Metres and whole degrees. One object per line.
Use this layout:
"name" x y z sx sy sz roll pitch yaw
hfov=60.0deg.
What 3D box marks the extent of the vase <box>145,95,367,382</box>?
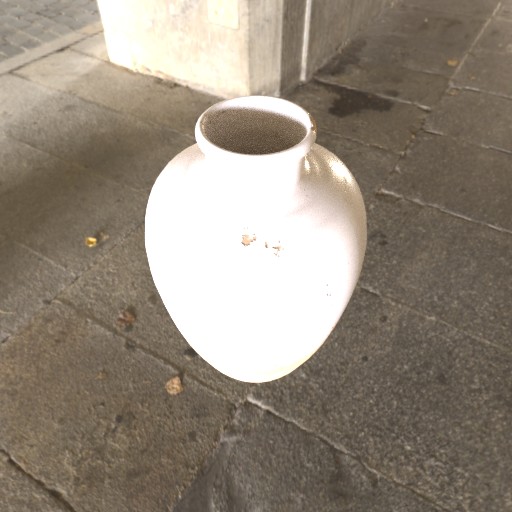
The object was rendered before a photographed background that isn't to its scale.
"vase" 0.000 0.000 0.342 0.158 0.228 0.158 0 47 0
